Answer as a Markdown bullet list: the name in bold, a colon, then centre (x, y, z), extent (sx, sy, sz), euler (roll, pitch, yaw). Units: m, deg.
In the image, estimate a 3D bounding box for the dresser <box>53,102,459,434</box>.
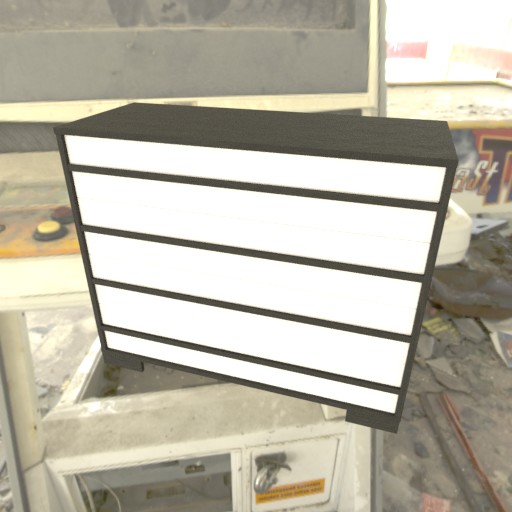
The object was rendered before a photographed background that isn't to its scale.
- **dresser**: centre (0.000, 0.000, 1.397), extent (0.994, 0.816, 0.404), euler (9, 30, 15)
